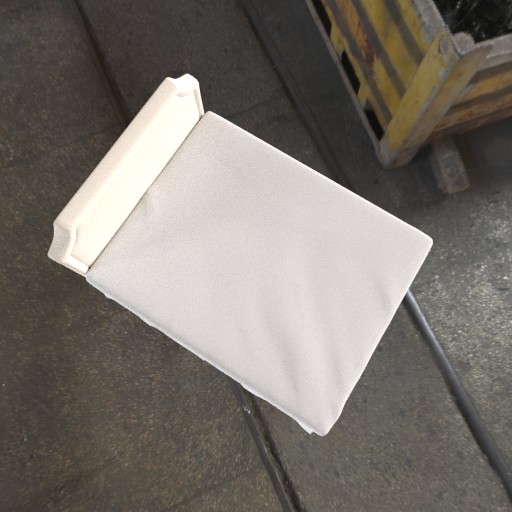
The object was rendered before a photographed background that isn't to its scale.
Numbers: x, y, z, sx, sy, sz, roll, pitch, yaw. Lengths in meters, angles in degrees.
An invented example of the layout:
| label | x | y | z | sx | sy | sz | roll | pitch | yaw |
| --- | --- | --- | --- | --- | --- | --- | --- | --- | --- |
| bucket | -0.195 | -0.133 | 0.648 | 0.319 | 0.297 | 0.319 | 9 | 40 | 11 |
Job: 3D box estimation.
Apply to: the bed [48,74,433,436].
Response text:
| label | x | y | z | sx | sy | sz | roll | pitch | yaw |
| --- | --- | --- | --- | --- | --- | --- | --- | --- | --- |
| bed | 0.000 | 0.000 | 3.674 | 2.498 | 1.293 | 1.977 | 32 | 78 | 7 |
